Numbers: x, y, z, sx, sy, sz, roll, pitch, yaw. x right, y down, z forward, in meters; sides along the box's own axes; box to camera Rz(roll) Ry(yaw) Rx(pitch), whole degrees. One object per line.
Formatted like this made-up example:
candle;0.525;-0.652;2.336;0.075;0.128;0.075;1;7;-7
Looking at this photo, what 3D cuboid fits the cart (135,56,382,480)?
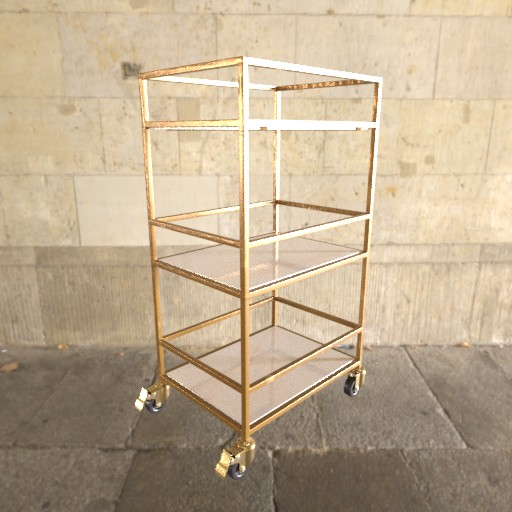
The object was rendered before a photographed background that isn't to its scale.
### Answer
cart;0.000;0.000;0.997;0.483;0.761;0.332;-15;22;-43
